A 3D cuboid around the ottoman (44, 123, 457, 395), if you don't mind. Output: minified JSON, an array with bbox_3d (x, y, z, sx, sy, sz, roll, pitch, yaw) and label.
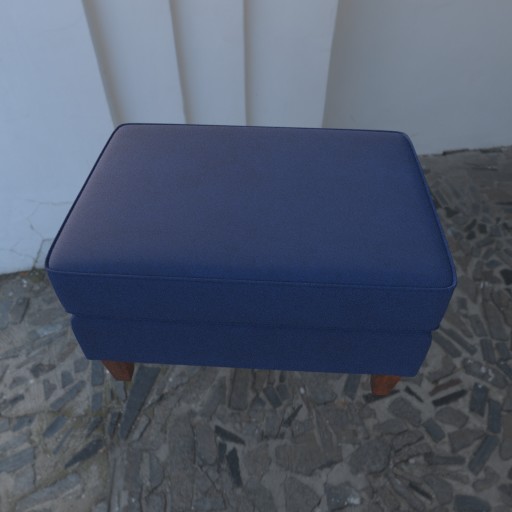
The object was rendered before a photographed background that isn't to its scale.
[{"bbox_3d":[0.000,0.000,1.396,0.965,0.584,0.686,2,46,2],"label":"ottoman"}]
